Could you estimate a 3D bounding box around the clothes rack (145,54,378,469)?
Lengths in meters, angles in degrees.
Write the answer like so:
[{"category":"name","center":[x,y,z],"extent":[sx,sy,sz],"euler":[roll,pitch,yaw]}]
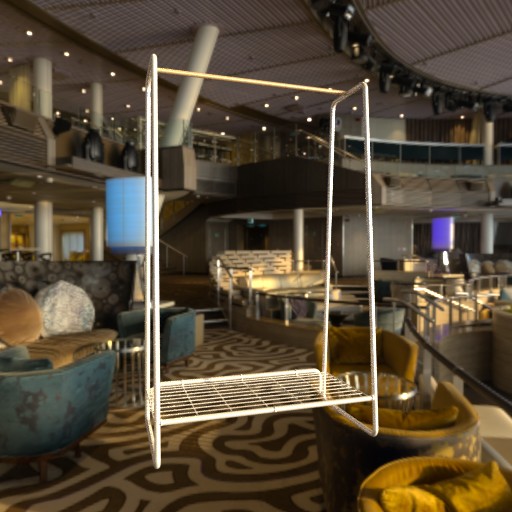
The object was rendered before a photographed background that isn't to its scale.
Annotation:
[{"category":"clothes rack","center":[0.000,0.000,1.904],"extent":[0.900,1.500,0.495],"euler":[0,1,-18]}]
